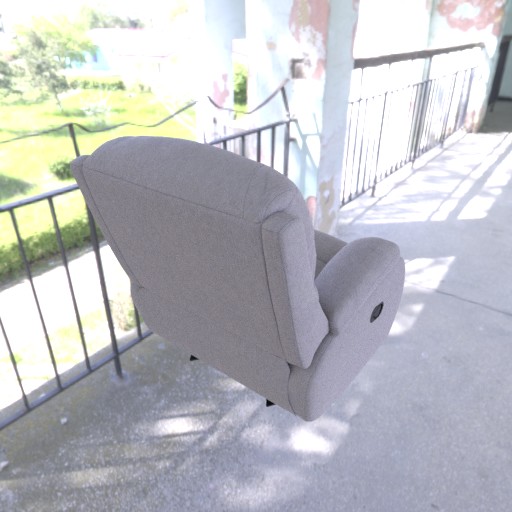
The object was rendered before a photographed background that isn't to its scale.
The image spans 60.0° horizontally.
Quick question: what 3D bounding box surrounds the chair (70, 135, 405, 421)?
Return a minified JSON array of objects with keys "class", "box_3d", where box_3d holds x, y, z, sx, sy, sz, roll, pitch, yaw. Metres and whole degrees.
[{"class":"chair","box_3d":[0.000,0.000,1.712,0.930,1.011,0.899,21,35,33]}]
